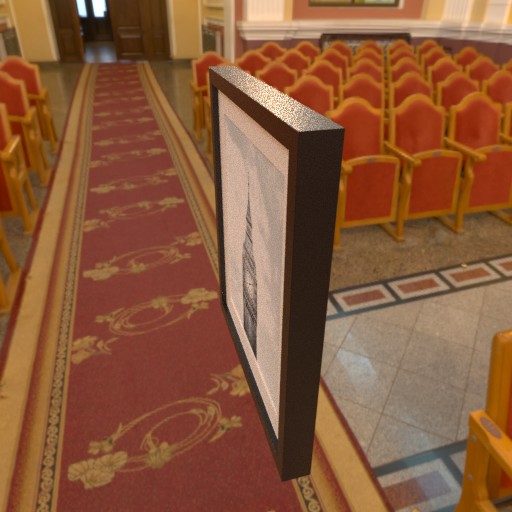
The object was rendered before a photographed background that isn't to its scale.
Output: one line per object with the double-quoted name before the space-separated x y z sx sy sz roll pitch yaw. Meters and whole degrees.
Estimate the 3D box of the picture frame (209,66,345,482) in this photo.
"picture frame" 0.000 0.000 0.526 0.034 0.378 0.328 -8 31 -13
